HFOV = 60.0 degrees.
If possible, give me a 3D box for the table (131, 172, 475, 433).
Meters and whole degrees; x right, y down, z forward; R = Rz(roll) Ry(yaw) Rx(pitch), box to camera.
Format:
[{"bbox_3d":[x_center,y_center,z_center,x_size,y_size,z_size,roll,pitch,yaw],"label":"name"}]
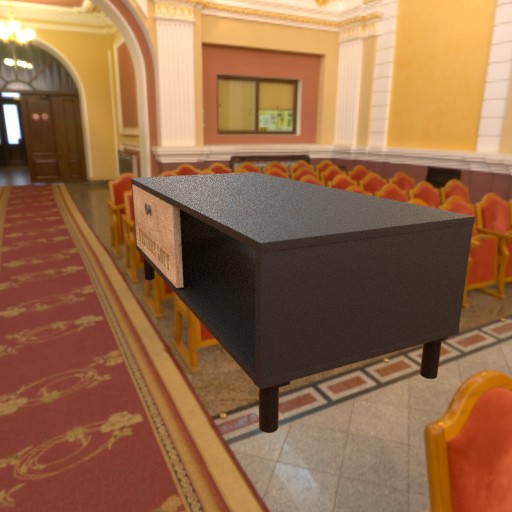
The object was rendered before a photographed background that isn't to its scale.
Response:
[{"bbox_3d":[0.000,0.000,1.386,0.550,0.400,1.100,-8,18,-25],"label":"table"}]
